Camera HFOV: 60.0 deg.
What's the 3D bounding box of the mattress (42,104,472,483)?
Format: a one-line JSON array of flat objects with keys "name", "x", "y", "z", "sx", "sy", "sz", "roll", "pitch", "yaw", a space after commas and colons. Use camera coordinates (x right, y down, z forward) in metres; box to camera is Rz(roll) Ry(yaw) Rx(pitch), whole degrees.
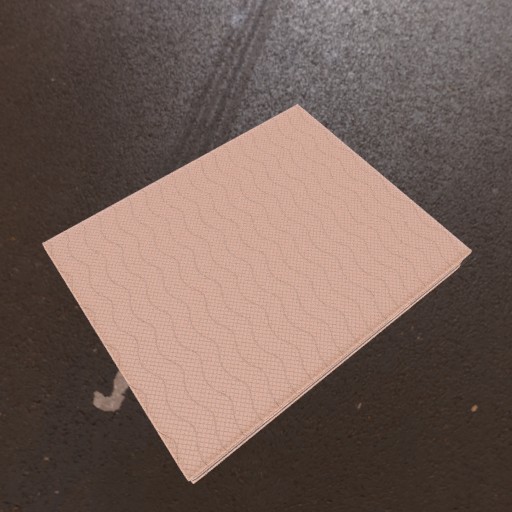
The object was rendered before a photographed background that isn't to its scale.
[{"name": "mattress", "x": 0.000, "y": 0.000, "z": 2.719, "sx": 2.000, "sy": 0.230, "sz": 1.600, "roll": -33, "pitch": 65, "yaw": -18}]
